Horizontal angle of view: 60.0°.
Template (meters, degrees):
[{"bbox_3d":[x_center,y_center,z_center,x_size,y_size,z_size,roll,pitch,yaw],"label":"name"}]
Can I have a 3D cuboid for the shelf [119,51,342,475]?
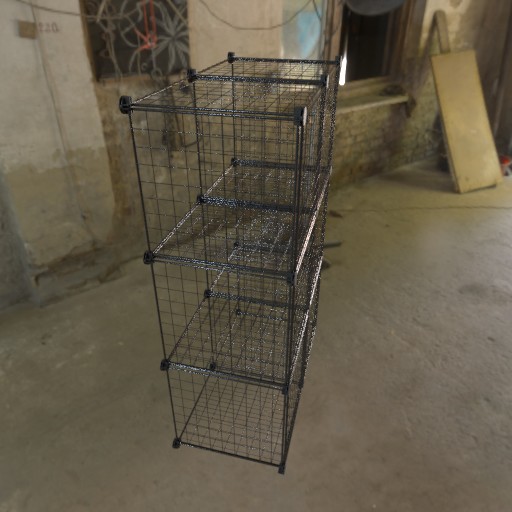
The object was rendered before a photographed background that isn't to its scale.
[{"bbox_3d":[0.000,0.000,1.370,0.356,1.067,0.711,8,32,12],"label":"shelf"}]
